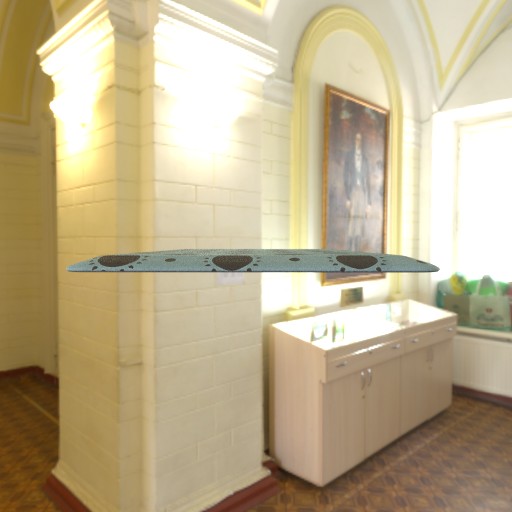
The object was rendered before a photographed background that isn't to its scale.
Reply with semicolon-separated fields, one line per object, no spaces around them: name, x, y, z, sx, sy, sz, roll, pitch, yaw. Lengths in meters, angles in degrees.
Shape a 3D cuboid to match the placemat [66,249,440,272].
placemat;0.000;0.000;0.950;0.508;0.021;0.762;0;2;1
